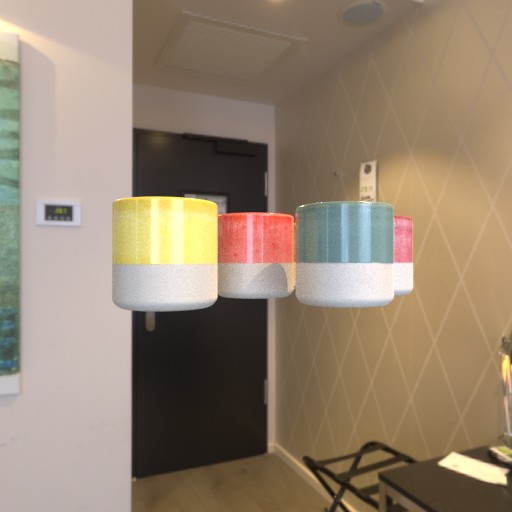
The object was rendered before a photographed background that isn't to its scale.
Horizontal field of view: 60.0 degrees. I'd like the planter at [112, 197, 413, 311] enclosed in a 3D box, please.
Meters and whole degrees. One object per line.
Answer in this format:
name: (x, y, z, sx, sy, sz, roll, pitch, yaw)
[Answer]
planter: (0.000, 0.000, 0.407, 0.257, 0.075, 0.286, 0, -1, 36)
